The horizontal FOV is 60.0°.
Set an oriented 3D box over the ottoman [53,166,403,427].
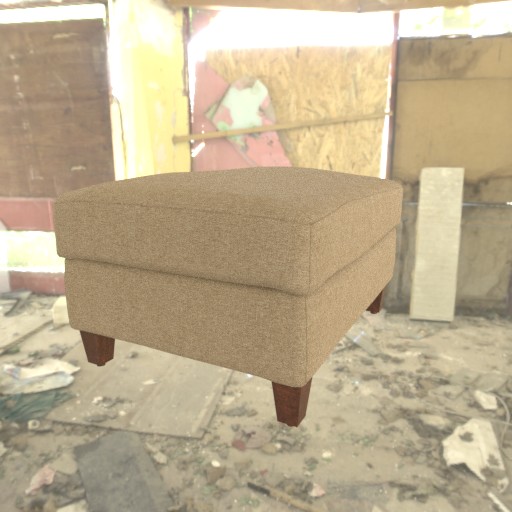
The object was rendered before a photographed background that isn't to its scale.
[{"bbox_3d":[0.000,0.000,1.323,0.692,0.511,0.889,7,15,27],"label":"ottoman"}]
